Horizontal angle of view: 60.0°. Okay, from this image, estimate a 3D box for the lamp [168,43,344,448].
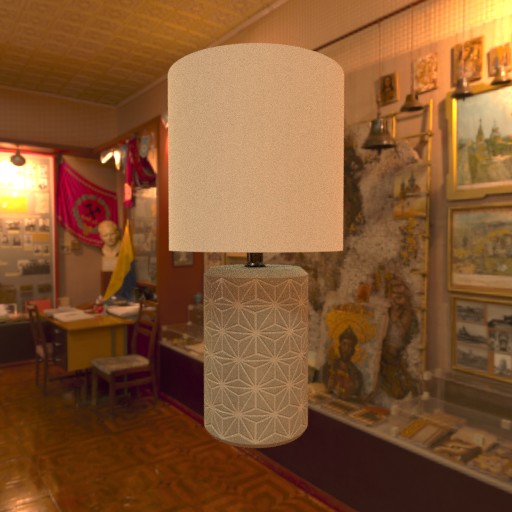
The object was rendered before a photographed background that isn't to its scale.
[{"bbox_3d":[0.000,0.000,0.535,0.206,0.416,0.206,-1,3,-36],"label":"lamp"}]
